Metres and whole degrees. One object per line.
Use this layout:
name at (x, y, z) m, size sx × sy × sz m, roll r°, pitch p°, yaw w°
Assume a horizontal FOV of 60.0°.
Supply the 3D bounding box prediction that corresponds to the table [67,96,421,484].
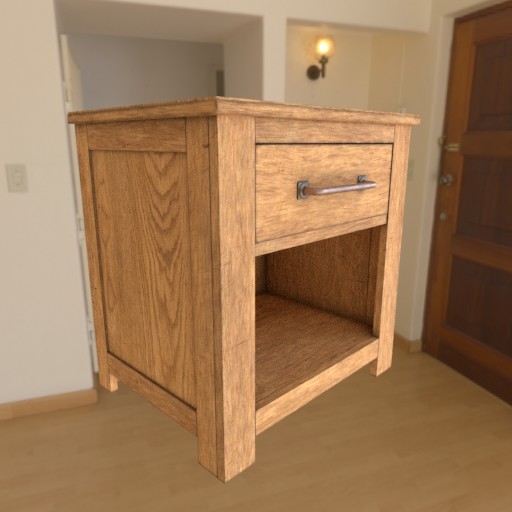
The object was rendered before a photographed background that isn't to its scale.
table at (0.000, 0.000, 1.020) m, size 0.494 × 0.625 × 0.601 m, roll 14°, pitch 20°, yaw 43°
